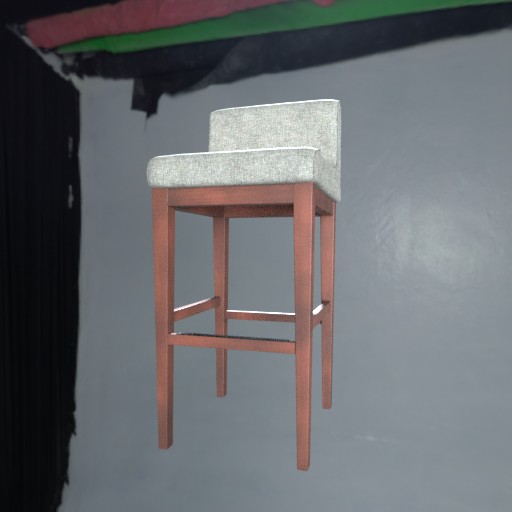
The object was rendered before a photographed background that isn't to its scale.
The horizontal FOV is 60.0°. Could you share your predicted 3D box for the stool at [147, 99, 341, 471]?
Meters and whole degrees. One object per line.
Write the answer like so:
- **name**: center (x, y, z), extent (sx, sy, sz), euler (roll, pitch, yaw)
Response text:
- **stool**: center (0.000, 0.000, 1.258), extent (0.426, 0.965, 0.499), euler (1, 2, 17)
